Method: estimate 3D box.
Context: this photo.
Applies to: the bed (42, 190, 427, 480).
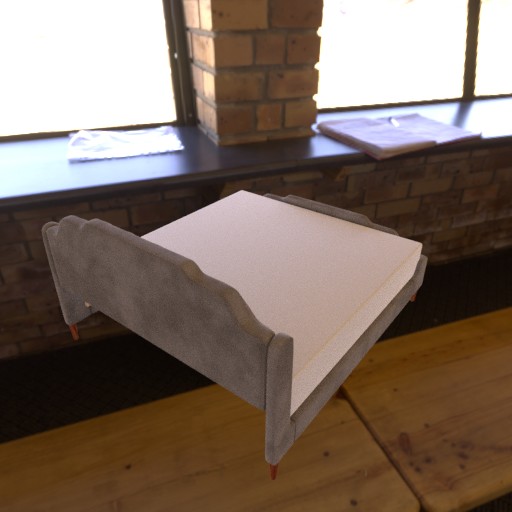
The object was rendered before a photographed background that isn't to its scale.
[{"bbox_3d":[0.000,0.000,3.582,2.074,1.245,2.340,21,36,32],"label":"bed"}]
